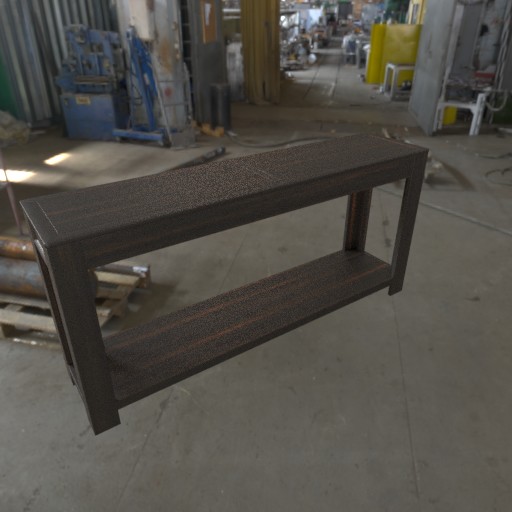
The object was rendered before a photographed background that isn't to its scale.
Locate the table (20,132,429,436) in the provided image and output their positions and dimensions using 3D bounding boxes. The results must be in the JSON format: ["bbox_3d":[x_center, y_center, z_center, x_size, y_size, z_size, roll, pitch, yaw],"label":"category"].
[{"bbox_3d":[0.000,0.000,1.909,1.631,0.762,0.384,-18,34,-30],"label":"table"}]
